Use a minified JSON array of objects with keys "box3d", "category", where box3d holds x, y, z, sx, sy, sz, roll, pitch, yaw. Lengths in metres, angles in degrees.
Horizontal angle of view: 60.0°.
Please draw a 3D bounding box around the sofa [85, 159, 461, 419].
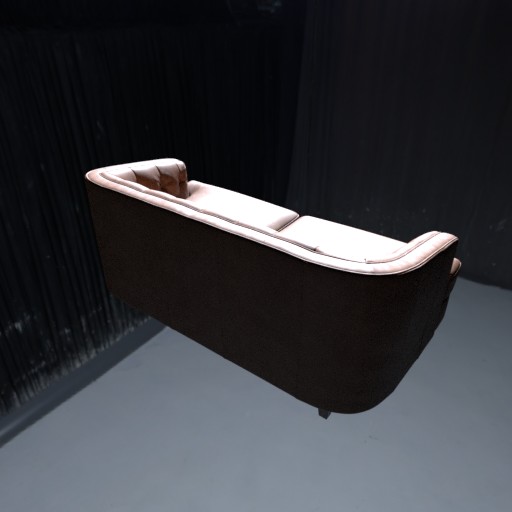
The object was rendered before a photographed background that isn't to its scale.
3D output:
[{"box3d":[0.000,0.000,2.253,1.755,0.786,0.914,21,36,31],"category":"sofa"}]
